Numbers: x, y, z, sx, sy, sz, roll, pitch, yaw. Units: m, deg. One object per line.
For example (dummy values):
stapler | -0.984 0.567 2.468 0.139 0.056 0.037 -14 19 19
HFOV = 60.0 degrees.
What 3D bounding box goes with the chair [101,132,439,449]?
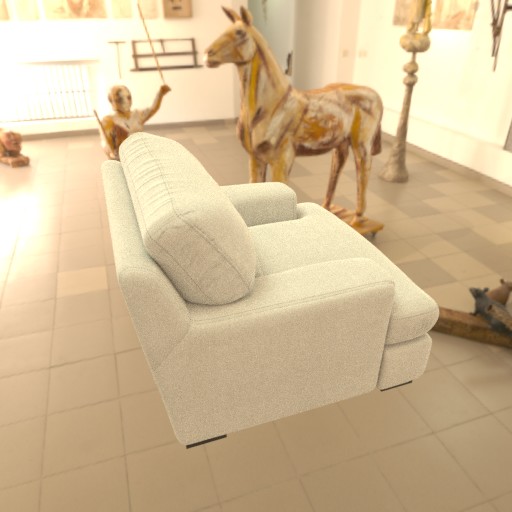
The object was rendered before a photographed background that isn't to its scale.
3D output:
chair | 0.000 0.000 1.943 1.158 0.930 1.140 -10 31 -17
